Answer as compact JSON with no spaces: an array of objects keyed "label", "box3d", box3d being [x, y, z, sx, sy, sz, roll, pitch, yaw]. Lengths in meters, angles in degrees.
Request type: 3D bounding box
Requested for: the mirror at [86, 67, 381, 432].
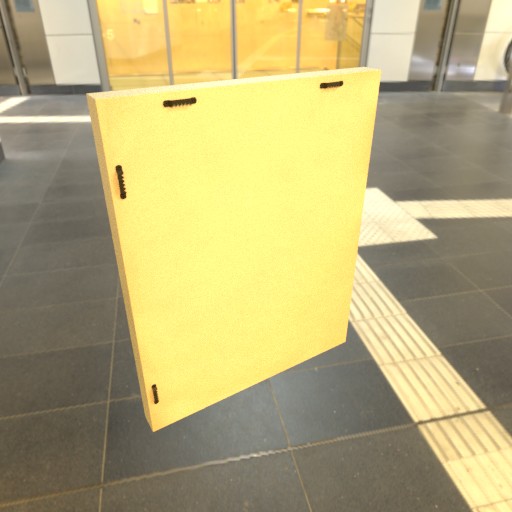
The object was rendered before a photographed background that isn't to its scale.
[{"label":"mirror","box3d":[0.000,0.000,0.682,0.406,0.509,0.041,-17,34,-27]}]
